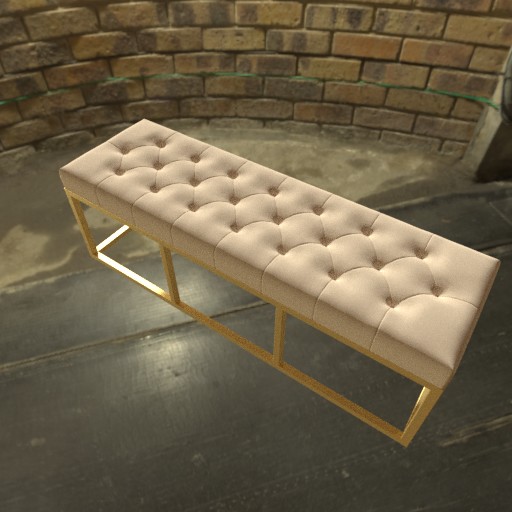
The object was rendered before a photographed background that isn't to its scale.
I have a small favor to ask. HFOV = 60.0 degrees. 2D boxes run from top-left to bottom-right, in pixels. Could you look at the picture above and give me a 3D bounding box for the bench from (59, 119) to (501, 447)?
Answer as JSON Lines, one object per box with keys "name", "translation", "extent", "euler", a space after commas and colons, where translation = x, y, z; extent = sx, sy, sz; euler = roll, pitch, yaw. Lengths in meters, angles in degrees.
{"name": "bench", "translation": [0.000, 0.000, 1.638], "extent": [1.473, 0.484, 0.457], "euler": [26, 52, 23]}
